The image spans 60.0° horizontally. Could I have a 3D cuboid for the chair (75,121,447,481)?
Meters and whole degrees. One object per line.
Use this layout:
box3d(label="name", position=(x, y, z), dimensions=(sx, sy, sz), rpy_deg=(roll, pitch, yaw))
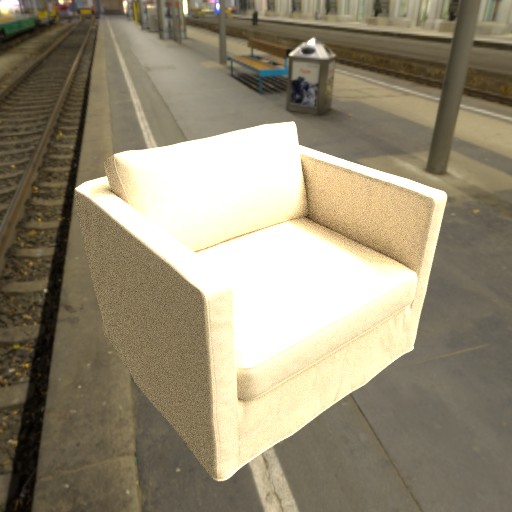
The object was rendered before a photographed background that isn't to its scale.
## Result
box3d(label="chair", position=(0.000, 0.000, 1.739), dimensions=(1.057, 0.851, 0.947), rpy_deg=(-21, 36, -32))
